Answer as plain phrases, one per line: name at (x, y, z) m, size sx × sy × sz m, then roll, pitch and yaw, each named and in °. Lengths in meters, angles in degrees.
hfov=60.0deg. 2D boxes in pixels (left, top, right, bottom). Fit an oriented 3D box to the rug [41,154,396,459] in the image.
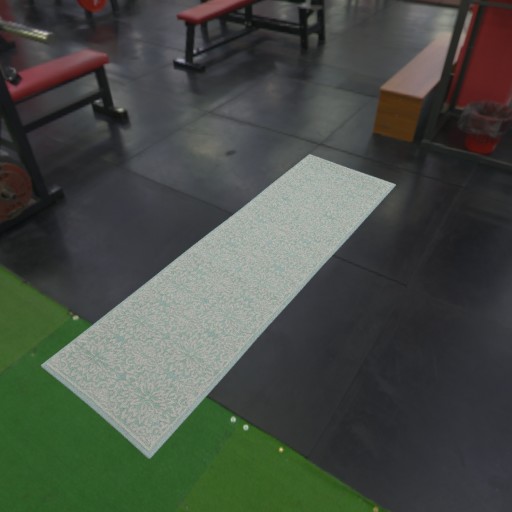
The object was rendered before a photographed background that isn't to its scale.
rug at (0.000, 0.000, 2.391) m, size 0.662 × 0.011 × 2.196 m, roll 26°, pitch 49°, yaw 26°
